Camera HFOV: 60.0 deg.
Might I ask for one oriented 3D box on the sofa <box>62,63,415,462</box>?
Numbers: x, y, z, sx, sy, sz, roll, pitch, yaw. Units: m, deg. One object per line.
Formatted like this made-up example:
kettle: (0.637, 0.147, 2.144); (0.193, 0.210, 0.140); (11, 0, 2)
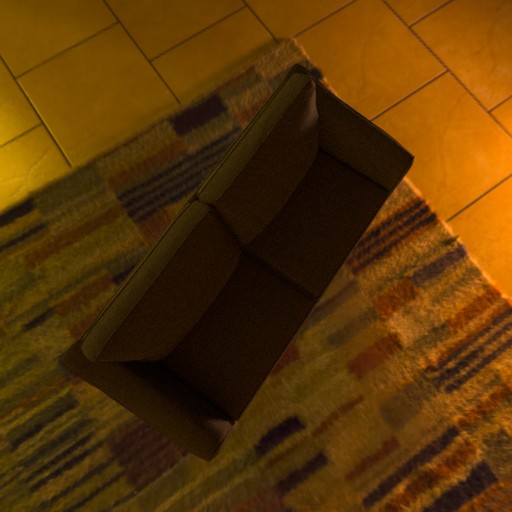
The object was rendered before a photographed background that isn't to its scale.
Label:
sofa: (0.000, 0.000, 2.753); (0.971, 0.950, 2.270); (34, 78, 8)
